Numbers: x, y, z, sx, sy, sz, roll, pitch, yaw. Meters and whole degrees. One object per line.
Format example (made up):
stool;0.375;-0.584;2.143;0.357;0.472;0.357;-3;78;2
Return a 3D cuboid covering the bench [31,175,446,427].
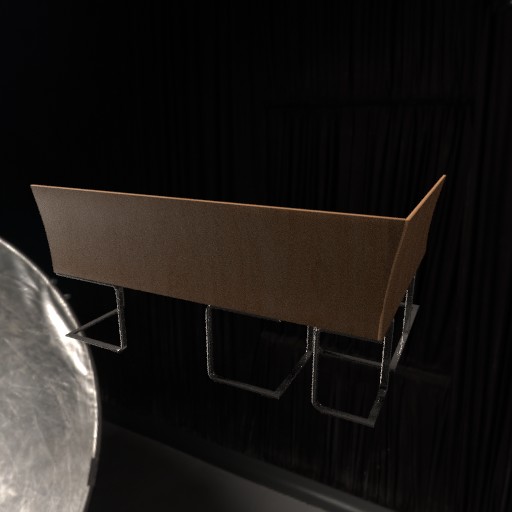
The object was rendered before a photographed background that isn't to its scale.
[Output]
bench;0.000;0.000;2.721;1.945;0.930;1.495;8;19;25
